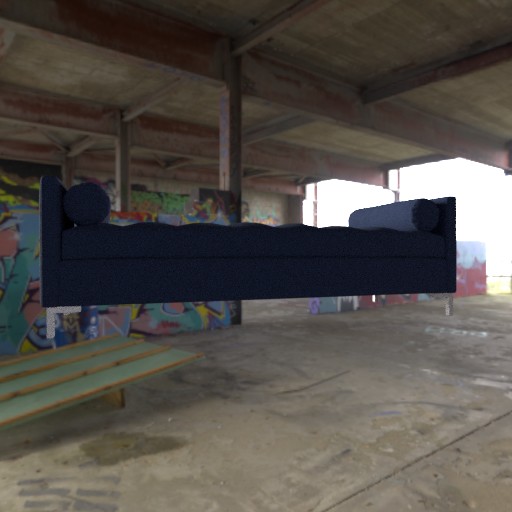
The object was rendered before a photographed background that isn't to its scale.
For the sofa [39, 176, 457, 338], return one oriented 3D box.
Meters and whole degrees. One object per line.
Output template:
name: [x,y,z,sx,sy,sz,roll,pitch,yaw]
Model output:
sofa: [0.000,0.000,2.458,2.102,0.657,0.797,0,1,-18]
